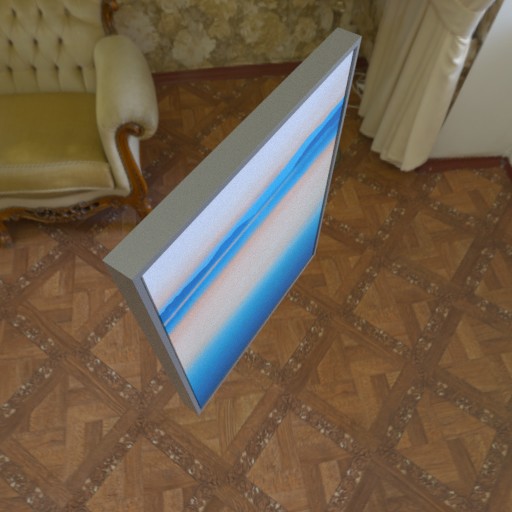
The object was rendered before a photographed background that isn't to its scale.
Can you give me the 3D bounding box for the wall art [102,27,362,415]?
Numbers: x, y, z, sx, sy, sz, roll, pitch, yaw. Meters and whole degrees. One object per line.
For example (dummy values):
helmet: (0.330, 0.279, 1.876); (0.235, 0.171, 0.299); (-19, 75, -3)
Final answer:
wall art: (0.000, 0.000, 0.740); (0.037, 0.554, 0.453); (30, 63, 17)
